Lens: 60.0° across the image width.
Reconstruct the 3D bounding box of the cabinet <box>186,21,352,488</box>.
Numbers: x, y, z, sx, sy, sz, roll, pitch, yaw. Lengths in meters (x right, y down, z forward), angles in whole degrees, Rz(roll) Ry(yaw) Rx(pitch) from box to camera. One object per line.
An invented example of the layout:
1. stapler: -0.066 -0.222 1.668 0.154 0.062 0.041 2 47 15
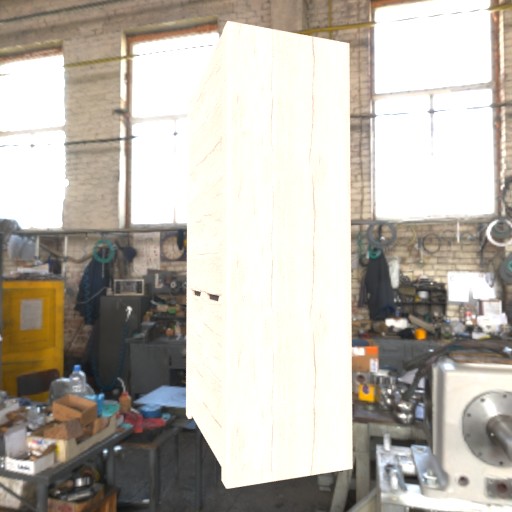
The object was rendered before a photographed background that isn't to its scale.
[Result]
1. cabinet: 0.000 0.000 2.376 0.580 1.930 0.980 1 -2 -18
